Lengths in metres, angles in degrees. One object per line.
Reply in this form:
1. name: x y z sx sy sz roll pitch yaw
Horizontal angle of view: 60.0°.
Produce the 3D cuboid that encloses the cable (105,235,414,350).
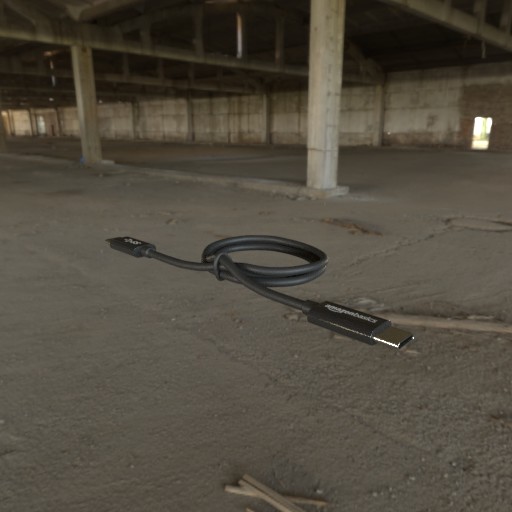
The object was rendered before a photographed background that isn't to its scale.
1. cable: 0.000 0.000 0.221 0.186 0.014 0.070 15 22 42
